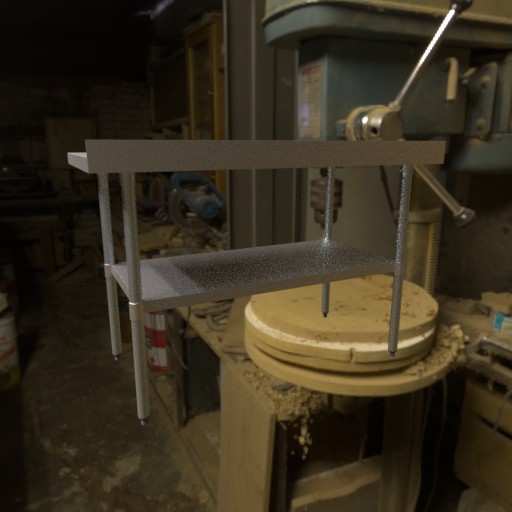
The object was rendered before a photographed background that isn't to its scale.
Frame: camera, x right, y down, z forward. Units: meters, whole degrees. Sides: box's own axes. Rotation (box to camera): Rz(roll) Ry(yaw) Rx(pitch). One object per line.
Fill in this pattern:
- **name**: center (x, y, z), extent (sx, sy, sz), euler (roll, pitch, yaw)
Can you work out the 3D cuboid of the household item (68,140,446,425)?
- **household item**: center (0.000, 0.000, 1.696), extent (1.219, 0.851, 0.610), euler (-7, 16, -26)
